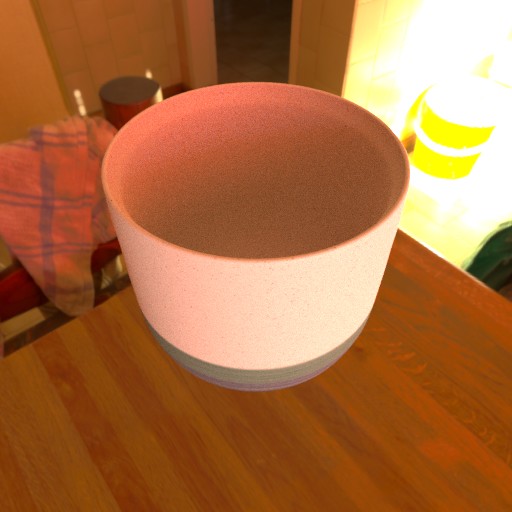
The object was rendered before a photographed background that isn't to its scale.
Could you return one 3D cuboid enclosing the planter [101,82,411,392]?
[{"bbox_3d":[0.000,0.000,0.488,0.268,0.270,0.268,0,47,0],"label":"planter"}]
